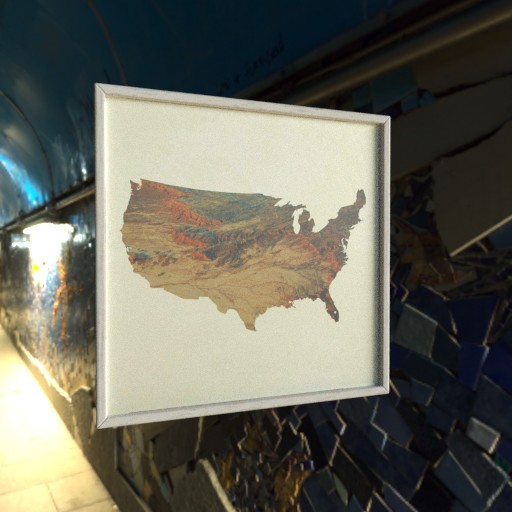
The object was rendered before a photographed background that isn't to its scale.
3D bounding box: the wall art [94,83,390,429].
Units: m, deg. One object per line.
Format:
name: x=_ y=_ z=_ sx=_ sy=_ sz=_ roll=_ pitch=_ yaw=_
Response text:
wall art: x=0.000 y=0.000 z=1.889 sx=1.287 sy=1.288 sz=0.078 roll=0 pitch=1 yaw=-19
